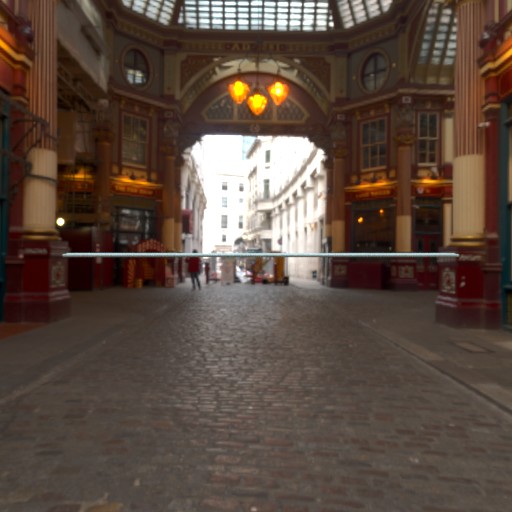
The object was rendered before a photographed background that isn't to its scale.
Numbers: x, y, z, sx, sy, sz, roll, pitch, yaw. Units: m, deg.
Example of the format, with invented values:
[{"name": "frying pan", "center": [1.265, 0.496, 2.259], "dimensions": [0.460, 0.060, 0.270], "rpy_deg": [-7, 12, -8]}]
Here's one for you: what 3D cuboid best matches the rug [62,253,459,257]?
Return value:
[{"name": "rug", "center": [0.000, 0.000, 2.274], "dimensions": [1.219, 0.012, 1.840], "rpy_deg": [0, 0, -1]}]
